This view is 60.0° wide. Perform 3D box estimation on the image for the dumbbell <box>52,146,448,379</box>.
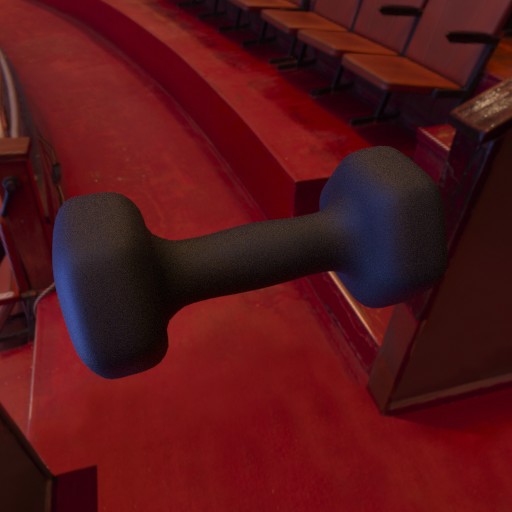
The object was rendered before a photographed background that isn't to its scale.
[{"bbox_3d":[0.000,0.000,0.282,0.231,0.101,0.112,-12,42,-14],"label":"dumbbell"}]
